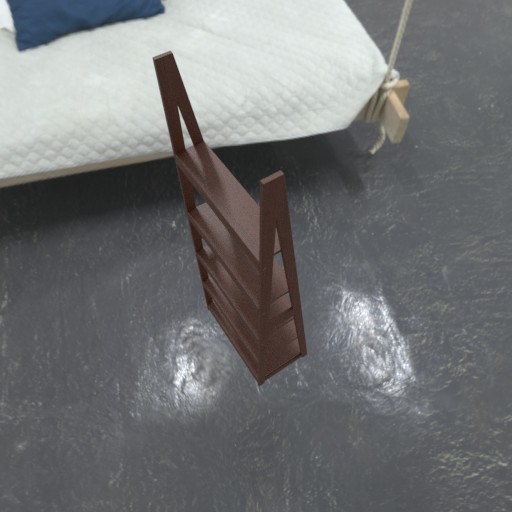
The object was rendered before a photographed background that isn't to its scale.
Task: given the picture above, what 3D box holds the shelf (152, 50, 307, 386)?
[{"bbox_3d":[0.000,0.000,1.997,0.350,1.770,0.600,-29,63,-17],"label":"shelf"}]
